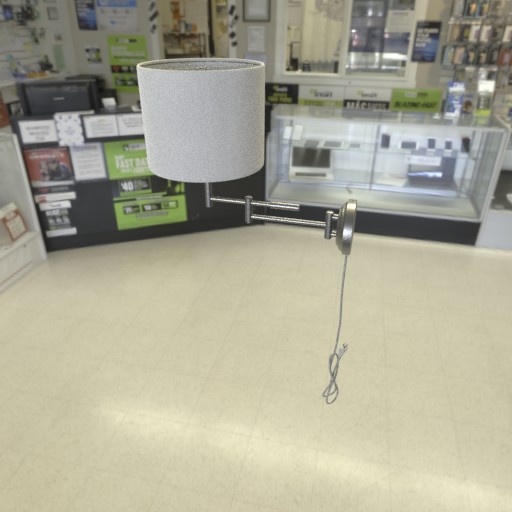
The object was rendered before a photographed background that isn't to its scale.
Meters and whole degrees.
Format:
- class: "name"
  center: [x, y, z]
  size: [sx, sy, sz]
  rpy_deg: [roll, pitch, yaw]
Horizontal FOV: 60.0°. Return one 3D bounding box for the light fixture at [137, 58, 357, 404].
- class: "light fixture"
  center: [0.000, 0.000, 1.060]
  size: [0.479, 0.842, 0.253]
  rpy_deg: [8, 30, 14]
